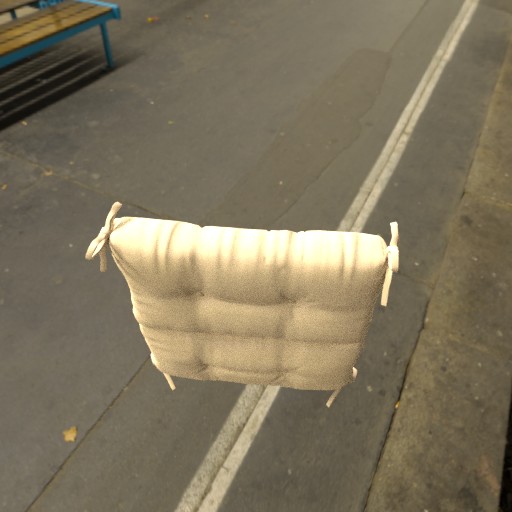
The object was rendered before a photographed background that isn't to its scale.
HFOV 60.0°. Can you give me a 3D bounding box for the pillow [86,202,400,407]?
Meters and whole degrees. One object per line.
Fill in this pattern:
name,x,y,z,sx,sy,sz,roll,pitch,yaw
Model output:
pillow,0.000,0.000,1.051,0.519,0.605,0.571,4,46,4
